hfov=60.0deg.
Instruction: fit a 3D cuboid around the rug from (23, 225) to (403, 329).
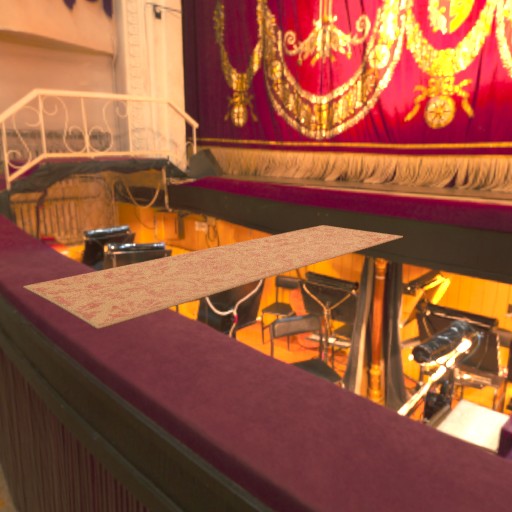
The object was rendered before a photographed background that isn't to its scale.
[{"bbox_3d":[0.000,0.000,2.447,0.662,0.011,2.196,12,18,42],"label":"rug"}]
